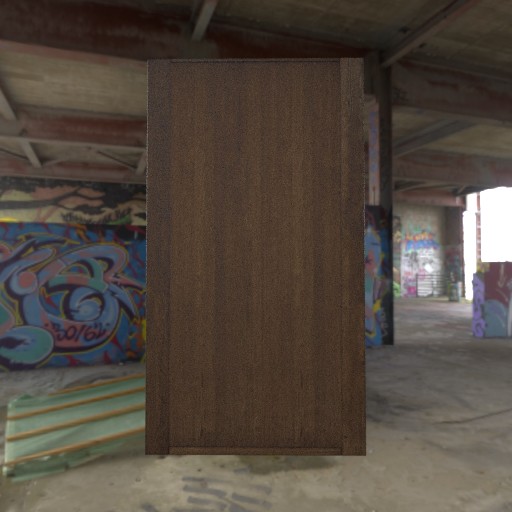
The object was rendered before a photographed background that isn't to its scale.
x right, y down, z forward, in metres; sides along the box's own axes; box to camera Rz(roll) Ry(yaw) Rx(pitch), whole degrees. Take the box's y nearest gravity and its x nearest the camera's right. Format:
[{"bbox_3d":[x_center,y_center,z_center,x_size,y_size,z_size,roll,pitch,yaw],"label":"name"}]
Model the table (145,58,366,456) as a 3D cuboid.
[{"bbox_3d":[0.000,0.000,2.530,1.100,2.000,0.600,0,-2,1],"label":"table"}]
